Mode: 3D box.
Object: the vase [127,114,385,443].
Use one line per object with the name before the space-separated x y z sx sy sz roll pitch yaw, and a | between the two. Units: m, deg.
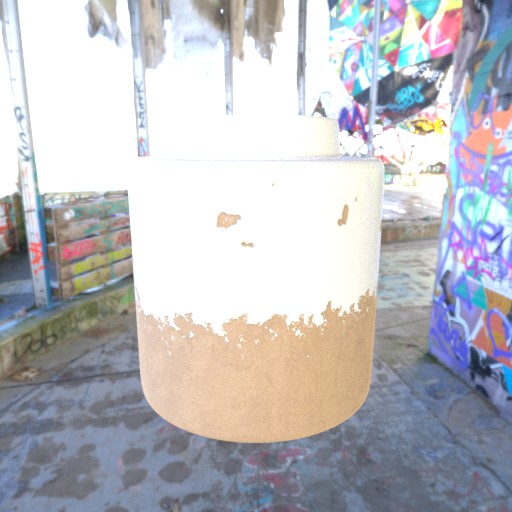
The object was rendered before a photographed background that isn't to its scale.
vase | 0.000 0.000 0.285 0.153 0.167 0.153 0 14 0
